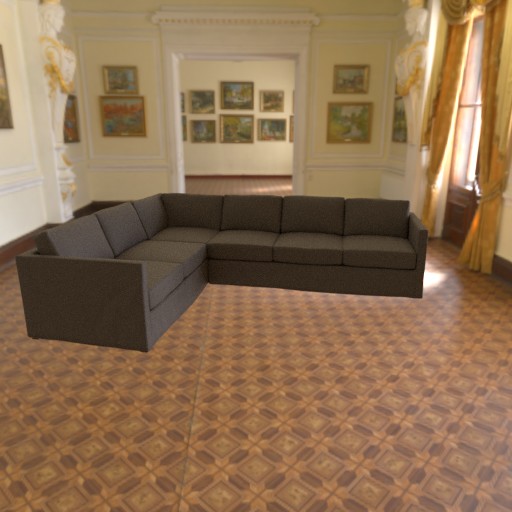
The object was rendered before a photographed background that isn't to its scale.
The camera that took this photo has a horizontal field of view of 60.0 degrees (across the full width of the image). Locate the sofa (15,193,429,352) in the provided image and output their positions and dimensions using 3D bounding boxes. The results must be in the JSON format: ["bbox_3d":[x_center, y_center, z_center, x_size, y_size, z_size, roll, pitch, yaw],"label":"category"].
[{"bbox_3d":[0.000,0.000,4.191,3.182,0.871,2.432,3,16,10],"label":"sofa"}]
